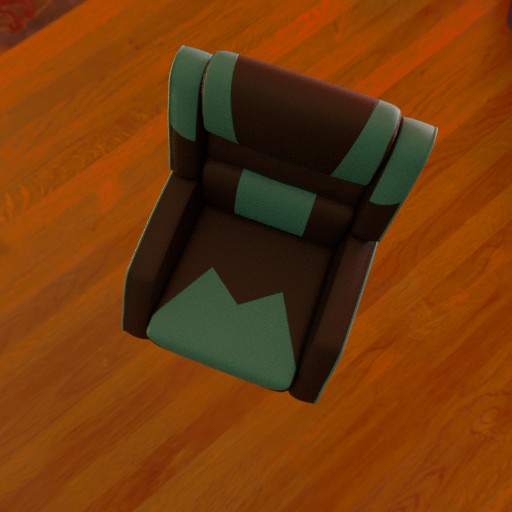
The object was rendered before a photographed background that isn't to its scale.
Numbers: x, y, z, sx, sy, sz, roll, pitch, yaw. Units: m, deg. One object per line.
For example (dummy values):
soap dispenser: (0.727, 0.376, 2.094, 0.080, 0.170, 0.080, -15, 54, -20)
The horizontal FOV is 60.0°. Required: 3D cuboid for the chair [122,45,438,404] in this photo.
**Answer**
chair: (0.000, 0.000, 1.265, 0.620, 0.805, 0.672, 20, 77, 5)
